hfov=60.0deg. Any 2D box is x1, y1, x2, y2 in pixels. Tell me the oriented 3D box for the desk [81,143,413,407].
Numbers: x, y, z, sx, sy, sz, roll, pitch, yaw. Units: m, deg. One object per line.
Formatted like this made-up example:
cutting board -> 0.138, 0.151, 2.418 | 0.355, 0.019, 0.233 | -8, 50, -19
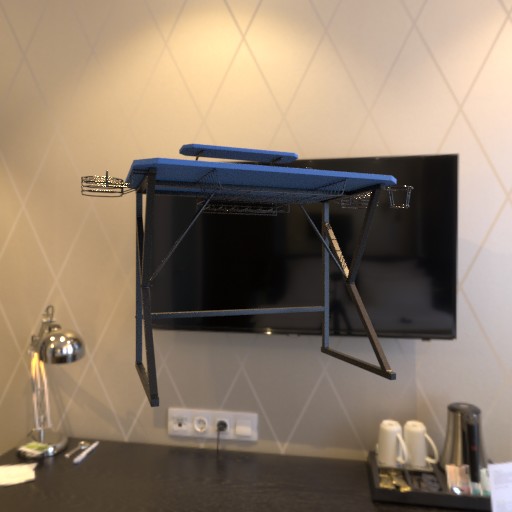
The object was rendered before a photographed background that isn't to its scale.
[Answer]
desk -> 0.000, 0.000, 1.755 | 1.295, 0.909, 0.594 | 0, 0, -20
